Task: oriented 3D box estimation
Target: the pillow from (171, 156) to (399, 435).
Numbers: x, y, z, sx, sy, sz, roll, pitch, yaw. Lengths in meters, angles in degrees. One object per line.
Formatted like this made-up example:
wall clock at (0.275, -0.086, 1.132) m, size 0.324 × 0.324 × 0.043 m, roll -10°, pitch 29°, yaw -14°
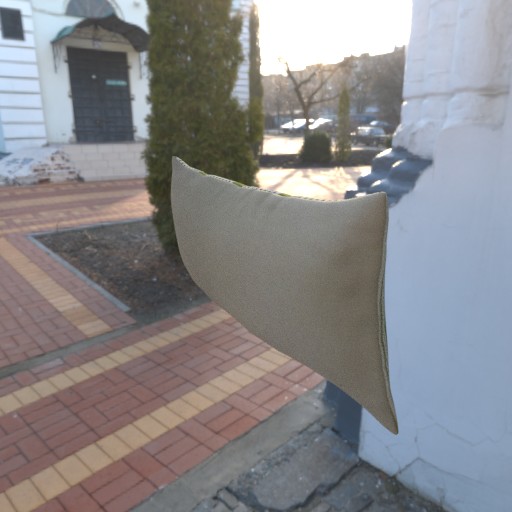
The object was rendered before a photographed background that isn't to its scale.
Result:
pillow at (0.000, 0.000, 0.725) m, size 0.156 × 0.292 × 0.608 m, roll -9°, pitch 19°, yaw -28°
